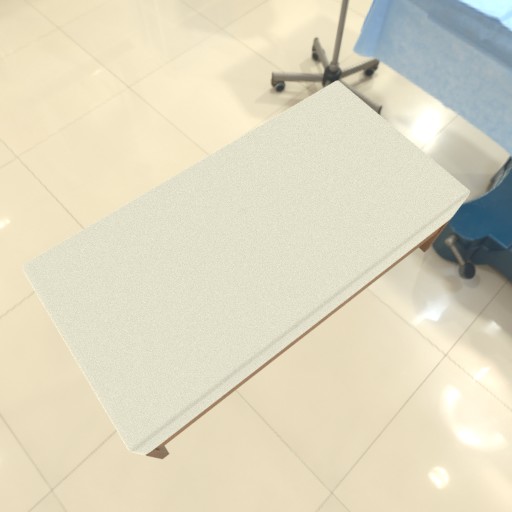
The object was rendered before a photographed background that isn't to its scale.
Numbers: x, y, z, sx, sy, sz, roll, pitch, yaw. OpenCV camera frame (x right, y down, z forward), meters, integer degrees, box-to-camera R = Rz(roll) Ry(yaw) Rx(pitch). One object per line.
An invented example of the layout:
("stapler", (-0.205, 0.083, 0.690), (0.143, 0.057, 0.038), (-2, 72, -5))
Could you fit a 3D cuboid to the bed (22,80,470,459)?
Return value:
("bed", (0.000, 0.000, 2.314), (1.902, 0.616, 0.961), (-35, 68, -16))
